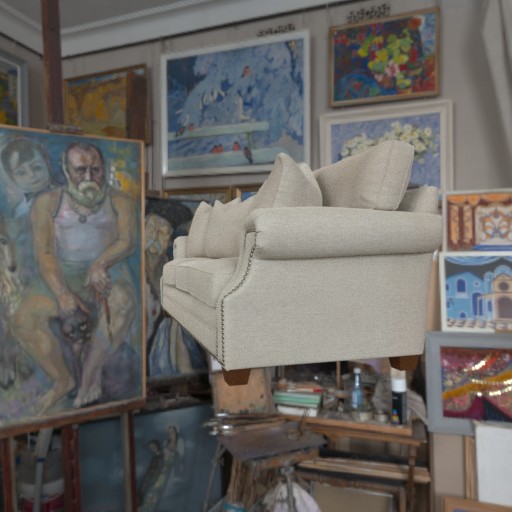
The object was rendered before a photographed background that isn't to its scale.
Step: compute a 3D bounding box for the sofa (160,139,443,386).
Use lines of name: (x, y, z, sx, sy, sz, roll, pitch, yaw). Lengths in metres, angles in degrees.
sofa: (0.000, 0.000, 2.757, 0.965, 0.975, 2.312, 0, -1, -18)
